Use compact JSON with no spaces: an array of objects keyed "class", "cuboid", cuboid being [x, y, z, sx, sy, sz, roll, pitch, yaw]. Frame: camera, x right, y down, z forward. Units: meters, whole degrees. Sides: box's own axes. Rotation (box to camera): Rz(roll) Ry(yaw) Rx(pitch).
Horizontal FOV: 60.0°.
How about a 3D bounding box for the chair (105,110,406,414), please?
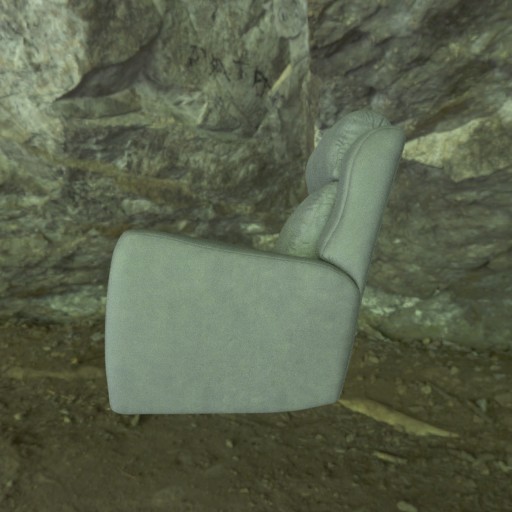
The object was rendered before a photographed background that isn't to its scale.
[{"class":"chair","cuboid":[0.000,0.000,1.973,1.068,1.116,0.967,0,0,0]}]
